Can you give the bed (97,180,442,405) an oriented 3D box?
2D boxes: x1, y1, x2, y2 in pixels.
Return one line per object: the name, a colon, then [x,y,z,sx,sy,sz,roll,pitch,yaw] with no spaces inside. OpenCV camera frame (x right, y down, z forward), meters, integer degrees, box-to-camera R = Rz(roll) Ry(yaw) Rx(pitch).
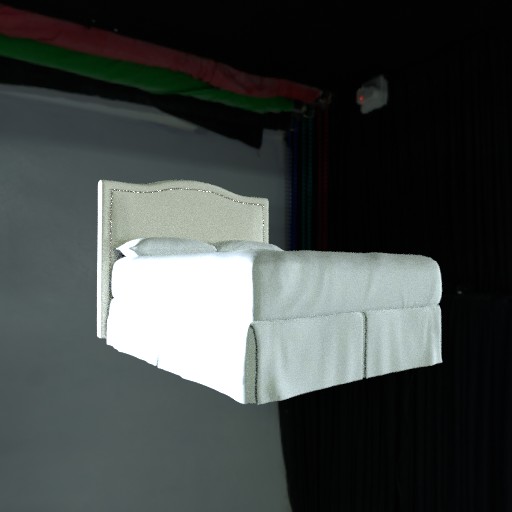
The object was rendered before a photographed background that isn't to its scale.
bed: [0.000,0.000,3.376,1.753,1.460,2.143,1,-2,-36]
